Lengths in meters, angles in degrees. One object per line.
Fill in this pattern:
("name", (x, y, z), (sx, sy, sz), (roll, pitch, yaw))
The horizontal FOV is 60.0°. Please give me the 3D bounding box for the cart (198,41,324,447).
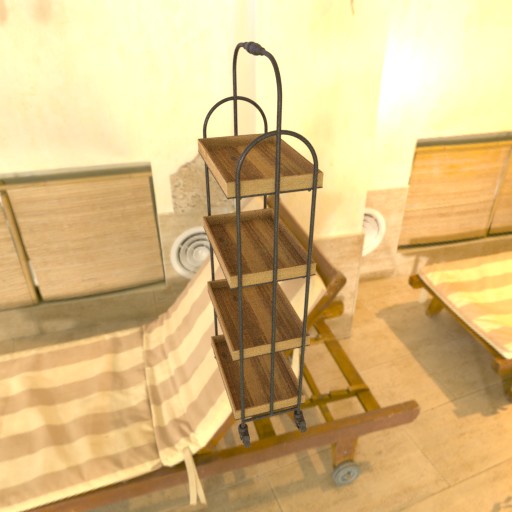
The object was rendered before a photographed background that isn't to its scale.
("cart", (0.000, 0.000, 1.703), (0.308, 1.481, 0.581), (-9, 32, -14))
